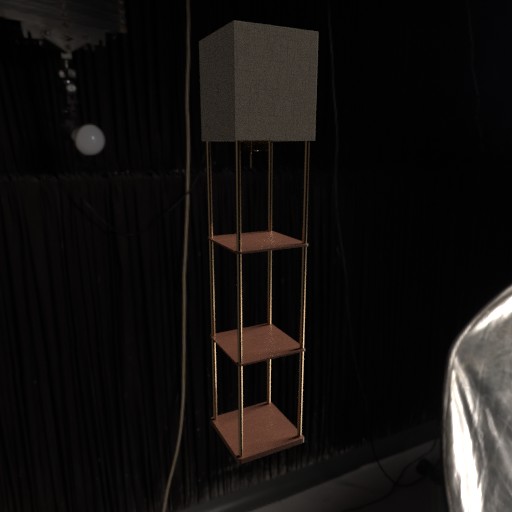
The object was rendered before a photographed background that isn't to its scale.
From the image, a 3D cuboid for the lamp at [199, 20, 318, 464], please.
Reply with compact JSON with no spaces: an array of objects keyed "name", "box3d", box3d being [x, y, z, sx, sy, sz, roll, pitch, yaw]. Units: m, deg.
[{"name":"lamp","box3d":[0.000,0.000,1.728,0.308,1.569,0.310,-7,16,-26]}]
